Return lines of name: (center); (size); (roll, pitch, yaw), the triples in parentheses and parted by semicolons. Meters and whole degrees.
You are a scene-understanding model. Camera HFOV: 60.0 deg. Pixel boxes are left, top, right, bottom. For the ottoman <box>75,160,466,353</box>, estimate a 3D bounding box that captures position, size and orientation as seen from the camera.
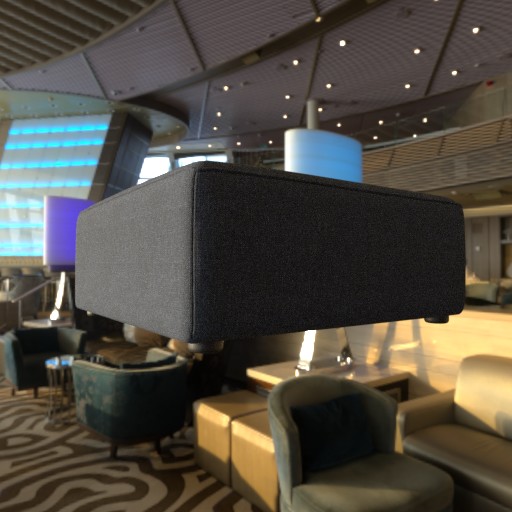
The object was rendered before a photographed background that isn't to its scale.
ottoman: (0.000, 0.000, 1.551); (1.000, 0.439, 1.000); (1, -2, -35)
